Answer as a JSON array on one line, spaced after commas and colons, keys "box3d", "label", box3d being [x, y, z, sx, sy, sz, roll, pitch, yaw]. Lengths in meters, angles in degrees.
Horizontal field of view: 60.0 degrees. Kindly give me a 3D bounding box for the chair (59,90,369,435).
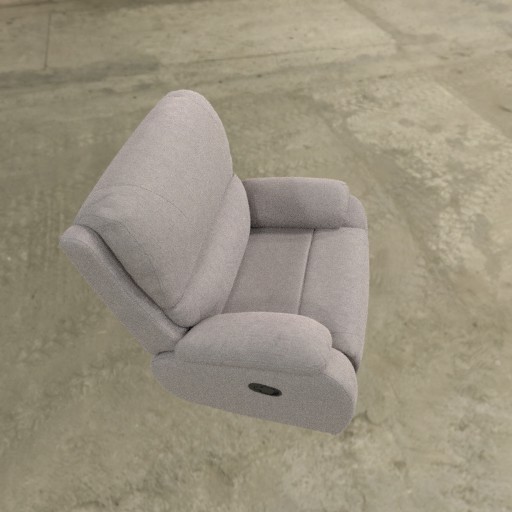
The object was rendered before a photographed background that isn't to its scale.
[{"box3d": [0.000, 0.000, 1.684, 0.899, 1.011, 0.930, 9, 48, 8], "label": "chair"}]
